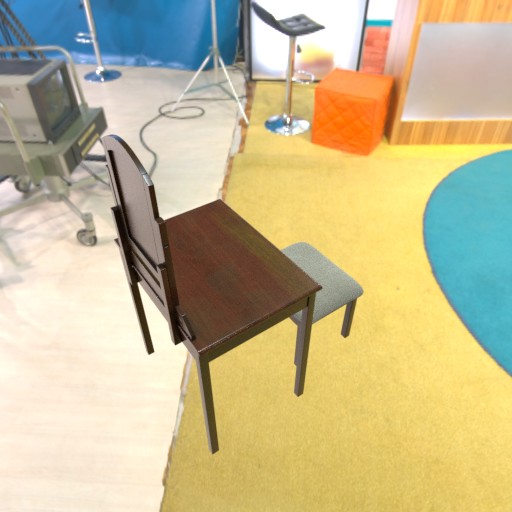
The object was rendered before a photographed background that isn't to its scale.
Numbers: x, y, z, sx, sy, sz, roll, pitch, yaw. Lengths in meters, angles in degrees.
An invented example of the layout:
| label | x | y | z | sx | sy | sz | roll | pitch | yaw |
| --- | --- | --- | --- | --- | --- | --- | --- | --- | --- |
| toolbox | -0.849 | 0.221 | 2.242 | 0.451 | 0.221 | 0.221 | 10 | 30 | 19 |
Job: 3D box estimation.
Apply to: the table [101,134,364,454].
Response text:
| label | x | y | z | sx | sy | sz | roll | pitch | yaw |
| --- | --- | --- | --- | --- | --- | --- | --- | --- | --- |
| table | 0.000 | 0.000 | 2.316 | 1.211 | 1.631 | 0.876 | -25 | 47 | -26 |
